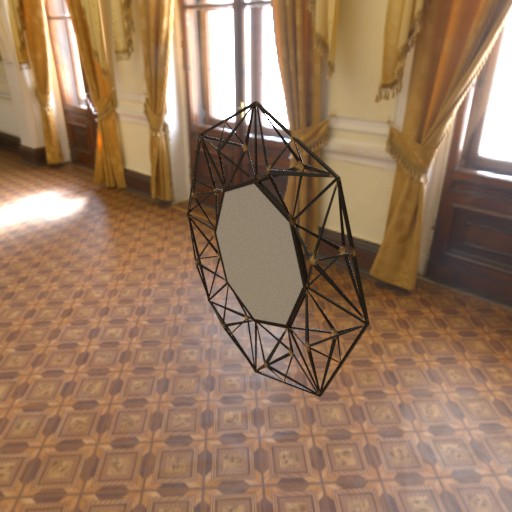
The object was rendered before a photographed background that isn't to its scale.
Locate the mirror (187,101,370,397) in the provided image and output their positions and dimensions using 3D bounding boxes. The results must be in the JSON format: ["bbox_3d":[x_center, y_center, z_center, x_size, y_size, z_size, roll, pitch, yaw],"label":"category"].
[{"bbox_3d":[0.000,0.000,1.070,0.094,0.710,0.710,-17,30,-31],"label":"mirror"}]
